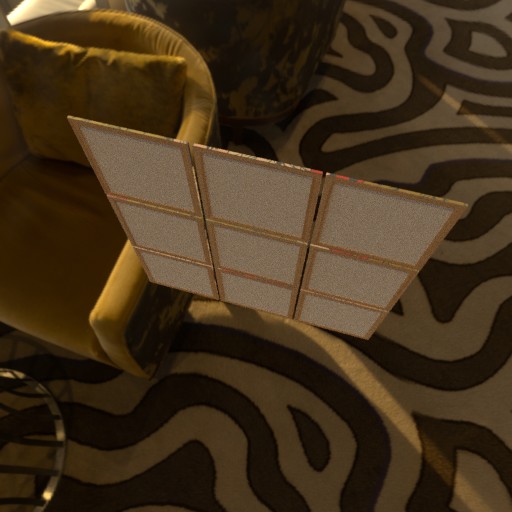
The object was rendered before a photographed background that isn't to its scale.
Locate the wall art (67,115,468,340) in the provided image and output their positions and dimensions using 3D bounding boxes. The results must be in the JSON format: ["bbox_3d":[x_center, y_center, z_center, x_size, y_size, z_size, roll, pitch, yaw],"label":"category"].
[{"bbox_3d":[0.000,0.000,2.302,1.519,1.534,0.013,14,63,7],"label":"wall art"}]
